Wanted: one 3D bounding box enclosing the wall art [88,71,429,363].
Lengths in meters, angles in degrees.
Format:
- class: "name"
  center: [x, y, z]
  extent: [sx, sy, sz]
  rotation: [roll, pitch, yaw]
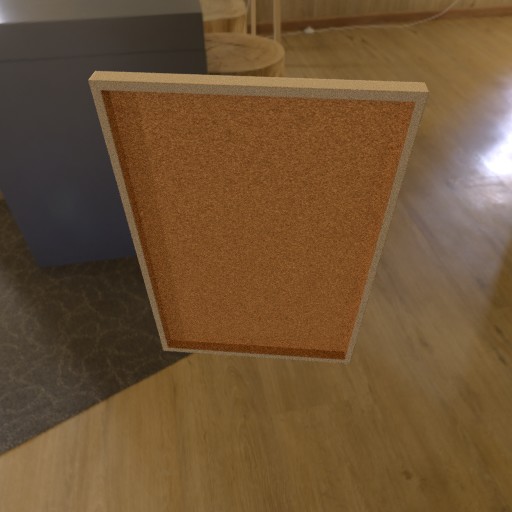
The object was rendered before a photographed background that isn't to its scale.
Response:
- class: "wall art"
  center: [0.000, 0.000, 1.134]
  extent: [0.610, 0.914, 0.038]
  rotation: [3, 46, 3]
